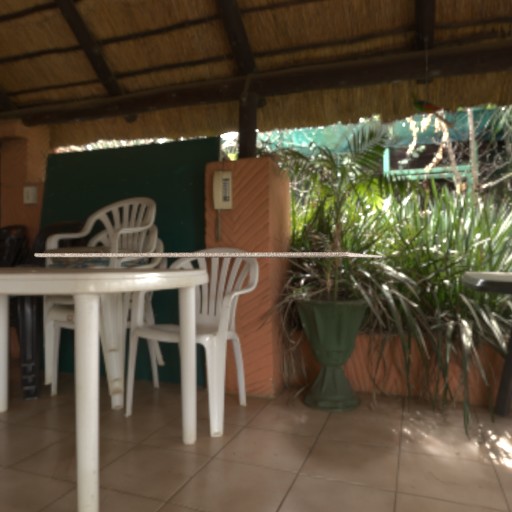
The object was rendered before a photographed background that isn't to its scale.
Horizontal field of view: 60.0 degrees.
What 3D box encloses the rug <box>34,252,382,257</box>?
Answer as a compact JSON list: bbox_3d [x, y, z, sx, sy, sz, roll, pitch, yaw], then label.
[{"bbox_3d":[0.000,0.000,2.403,1.224,0.016,1.832,0,0,19],"label":"rug"}]
